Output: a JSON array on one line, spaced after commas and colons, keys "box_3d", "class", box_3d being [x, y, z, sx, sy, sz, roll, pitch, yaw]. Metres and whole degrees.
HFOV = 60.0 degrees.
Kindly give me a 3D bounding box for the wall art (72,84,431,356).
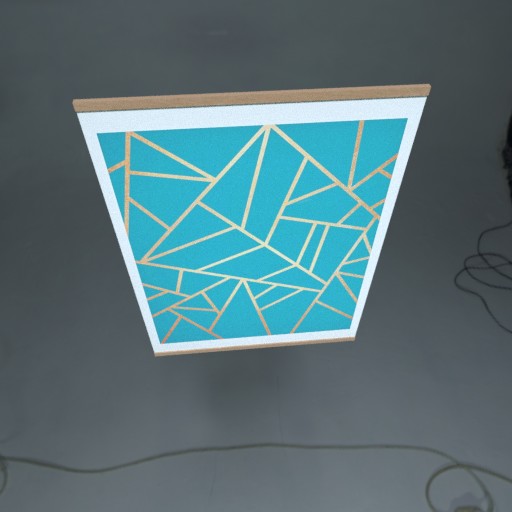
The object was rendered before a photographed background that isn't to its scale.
[{"box_3d": [0.000, 0.000, 1.312, 0.758, 1.016, 0.013, -4, 47, -4], "class": "wall art"}]
